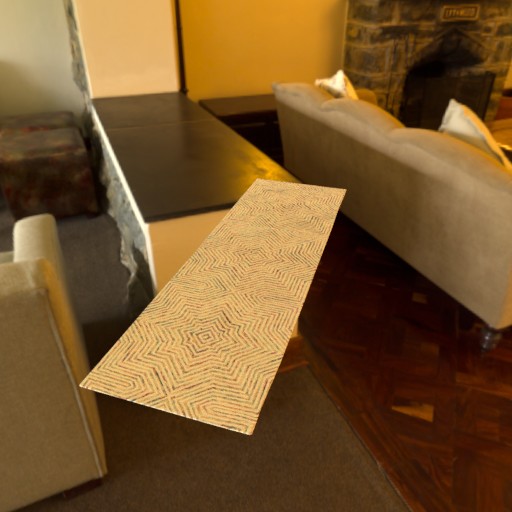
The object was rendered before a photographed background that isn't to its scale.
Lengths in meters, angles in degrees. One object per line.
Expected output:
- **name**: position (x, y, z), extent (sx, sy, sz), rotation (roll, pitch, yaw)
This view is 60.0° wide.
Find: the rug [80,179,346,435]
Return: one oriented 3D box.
- **rug**: position (0.000, 0.000, 2.742), extent (0.771, 0.009, 2.443), rotation (10, 33, 15)
